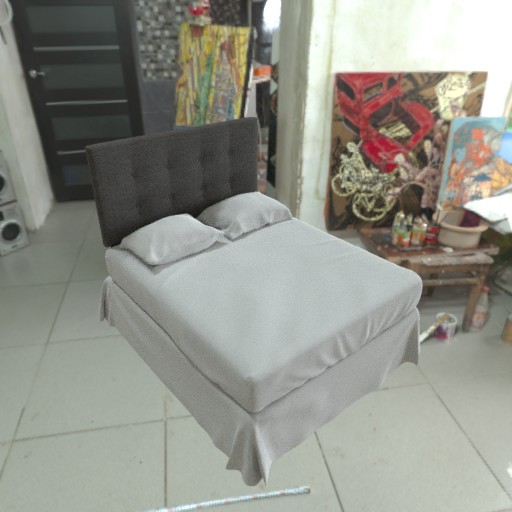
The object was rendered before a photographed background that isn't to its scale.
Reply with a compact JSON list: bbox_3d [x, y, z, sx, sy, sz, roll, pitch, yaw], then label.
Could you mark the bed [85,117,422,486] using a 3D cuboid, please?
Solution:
[{"bbox_3d":[0.000,0.000,3.434,1.936,1.577,2.222,-22,36,-34],"label":"bed"}]
